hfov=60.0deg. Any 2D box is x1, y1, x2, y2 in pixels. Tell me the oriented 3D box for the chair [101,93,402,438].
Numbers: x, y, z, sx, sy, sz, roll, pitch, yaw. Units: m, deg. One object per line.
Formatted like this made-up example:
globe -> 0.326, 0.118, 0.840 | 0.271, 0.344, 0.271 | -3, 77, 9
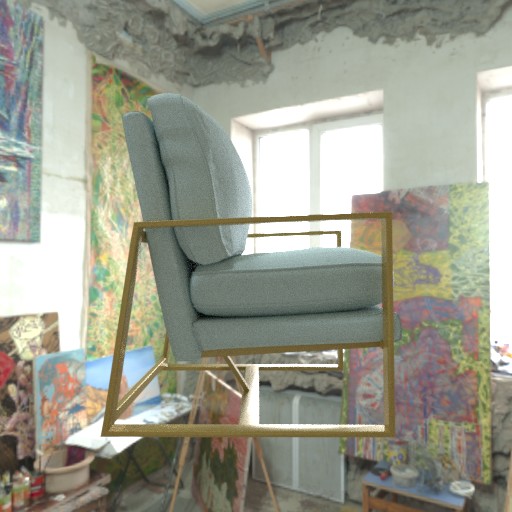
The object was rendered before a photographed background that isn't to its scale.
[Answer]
chair -> 0.000, 0.000, 1.540 | 0.813, 0.956, 0.758 | 0, -1, 0
